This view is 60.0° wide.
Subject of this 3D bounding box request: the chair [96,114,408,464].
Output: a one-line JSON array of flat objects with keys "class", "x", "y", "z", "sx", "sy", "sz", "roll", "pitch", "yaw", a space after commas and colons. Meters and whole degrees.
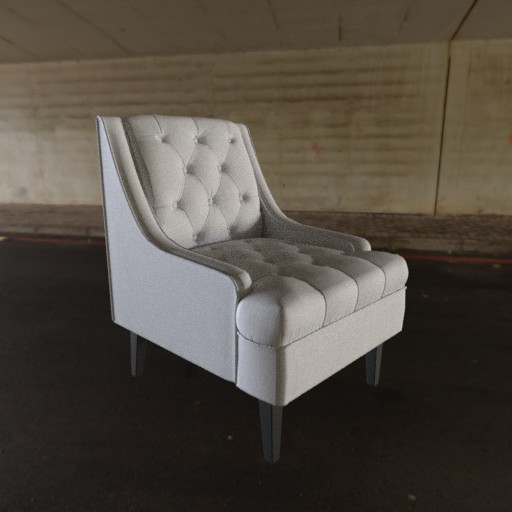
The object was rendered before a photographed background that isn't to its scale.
[{"class": "chair", "x": 0.000, "y": 0.000, "z": 1.430, "sx": 0.772, "sy": 0.891, "sz": 0.658, "roll": 13, "pitch": 19, "yaw": 42}]
